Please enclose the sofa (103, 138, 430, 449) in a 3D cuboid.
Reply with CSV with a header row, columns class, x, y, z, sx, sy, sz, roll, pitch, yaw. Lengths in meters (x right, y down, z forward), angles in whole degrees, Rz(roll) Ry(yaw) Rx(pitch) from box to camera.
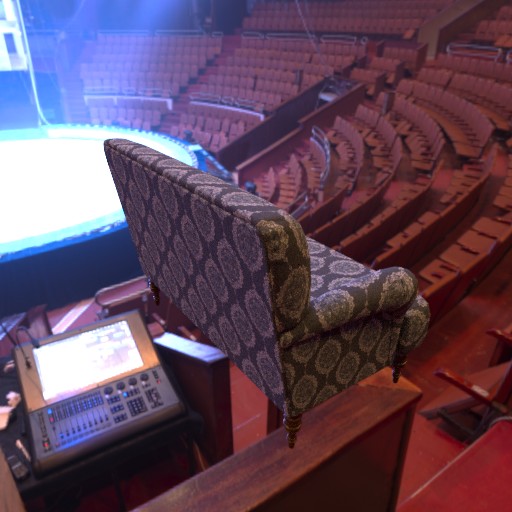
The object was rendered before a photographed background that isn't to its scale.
class,x,y,z,sx,sy,sz,roll,pitch,yaw
sofa,0.000,0.000,1.822,0.779,0.867,1.297,-18,32,-31
